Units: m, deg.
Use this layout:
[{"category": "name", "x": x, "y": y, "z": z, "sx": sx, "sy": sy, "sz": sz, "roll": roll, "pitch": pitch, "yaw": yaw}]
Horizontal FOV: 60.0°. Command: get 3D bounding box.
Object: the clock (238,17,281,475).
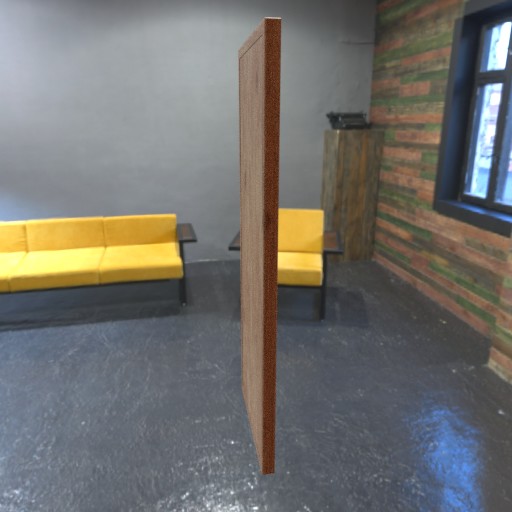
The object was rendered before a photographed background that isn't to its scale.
[{"category": "clock", "x": 0.000, "y": 0.000, "z": 1.073, "sx": 0.030, "sy": 0.965, "sz": 0.361, "roll": -3, "pitch": 17, "yaw": -9}]
